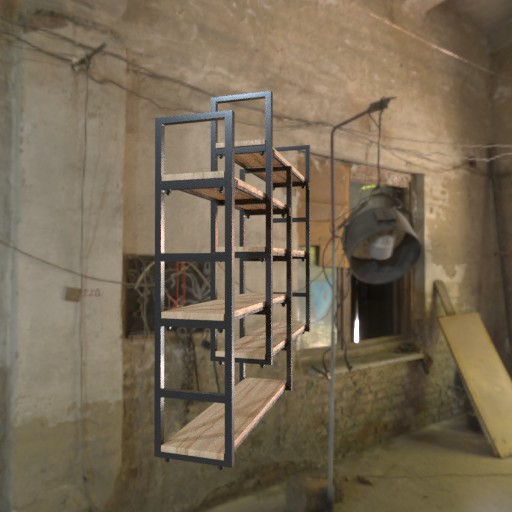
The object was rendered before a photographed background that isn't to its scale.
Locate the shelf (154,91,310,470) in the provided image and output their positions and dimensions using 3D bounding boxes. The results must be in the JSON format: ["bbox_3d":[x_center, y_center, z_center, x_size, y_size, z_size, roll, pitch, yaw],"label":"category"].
[{"bbox_3d":[0.000,0.000,1.408,0.183,0.921,0.946,0,-1,17],"label":"shelf"}]
